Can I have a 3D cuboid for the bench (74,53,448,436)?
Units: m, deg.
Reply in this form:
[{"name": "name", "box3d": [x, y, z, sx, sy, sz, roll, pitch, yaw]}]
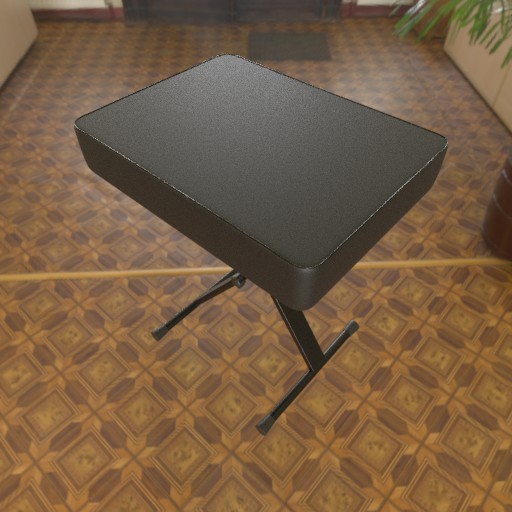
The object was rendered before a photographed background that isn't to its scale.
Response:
[{"name": "bench", "box3d": [0.000, 0.000, 0.785, 0.424, 0.500, 0.321, 33, 55, 27]}]
